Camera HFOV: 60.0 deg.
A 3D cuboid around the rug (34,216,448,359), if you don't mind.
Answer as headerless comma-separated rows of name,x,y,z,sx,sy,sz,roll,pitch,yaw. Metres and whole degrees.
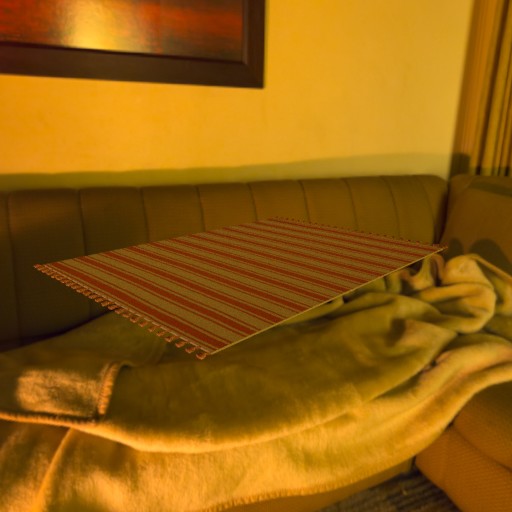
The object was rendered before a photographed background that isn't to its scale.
rug,0.000,0.000,4.409,2.451,0.035,3.369,15,22,42
